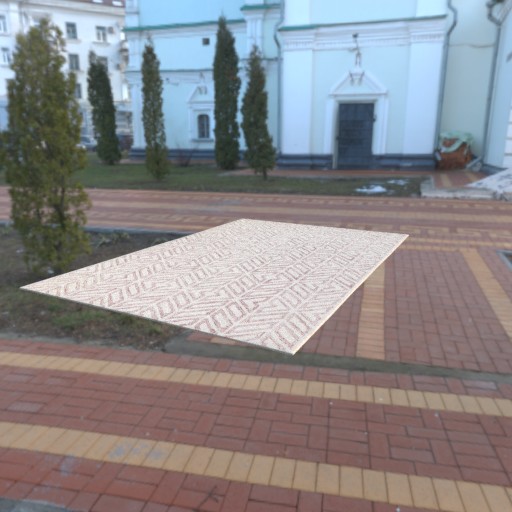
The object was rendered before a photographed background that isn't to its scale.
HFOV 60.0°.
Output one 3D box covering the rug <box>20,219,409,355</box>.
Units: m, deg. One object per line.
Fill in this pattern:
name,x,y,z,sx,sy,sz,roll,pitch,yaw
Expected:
rug,0.000,0.000,2.313,1.220,0.007,1.828,8,17,27
